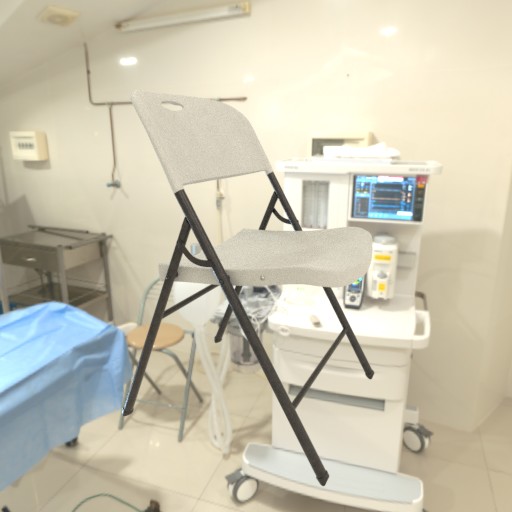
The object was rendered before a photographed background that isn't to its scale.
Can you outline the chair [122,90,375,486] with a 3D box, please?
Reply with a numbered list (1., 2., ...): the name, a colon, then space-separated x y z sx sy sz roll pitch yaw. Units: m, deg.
1. chair: 0.000 0.000 1.145 0.566 0.810 0.494 7 17 25
